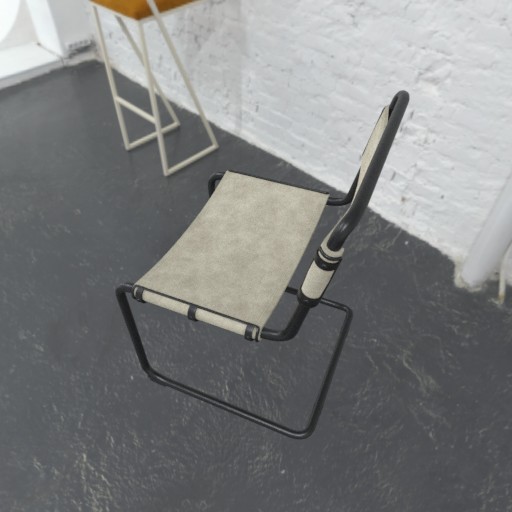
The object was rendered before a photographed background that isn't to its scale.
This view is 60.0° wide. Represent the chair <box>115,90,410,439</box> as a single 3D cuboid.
[{"bbox_3d":[0.000,0.000,1.077,0.497,0.747,0.499,17,48,16],"label":"chair"}]
